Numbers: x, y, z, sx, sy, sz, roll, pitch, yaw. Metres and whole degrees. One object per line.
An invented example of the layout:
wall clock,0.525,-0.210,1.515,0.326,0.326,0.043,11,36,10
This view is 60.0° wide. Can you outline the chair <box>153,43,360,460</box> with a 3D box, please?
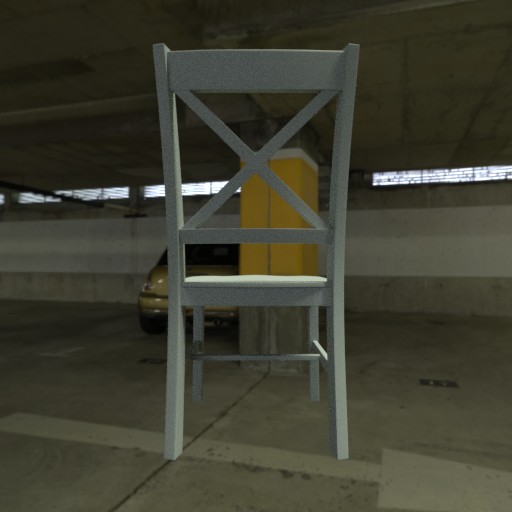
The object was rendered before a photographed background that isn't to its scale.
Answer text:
chair,0.000,0.000,1.279,0.485,0.983,0.542,0,-1,0
